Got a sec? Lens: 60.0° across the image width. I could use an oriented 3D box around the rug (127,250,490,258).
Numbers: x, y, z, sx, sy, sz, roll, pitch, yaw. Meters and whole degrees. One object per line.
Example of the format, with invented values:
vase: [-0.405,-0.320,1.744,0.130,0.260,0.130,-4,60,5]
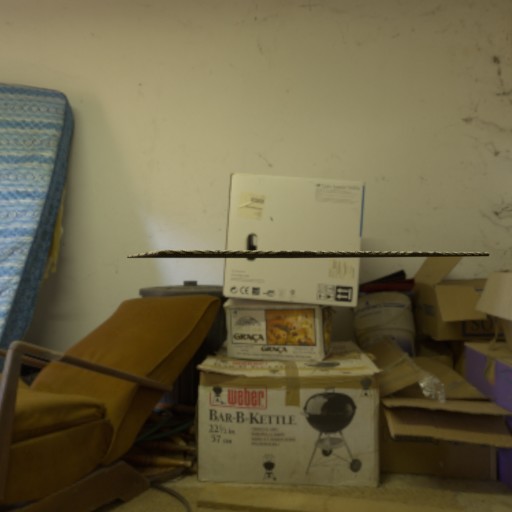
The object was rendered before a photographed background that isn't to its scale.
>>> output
rug: [0.000,0.000,2.303,1.210,0.016,1.833,0,-1,-19]
